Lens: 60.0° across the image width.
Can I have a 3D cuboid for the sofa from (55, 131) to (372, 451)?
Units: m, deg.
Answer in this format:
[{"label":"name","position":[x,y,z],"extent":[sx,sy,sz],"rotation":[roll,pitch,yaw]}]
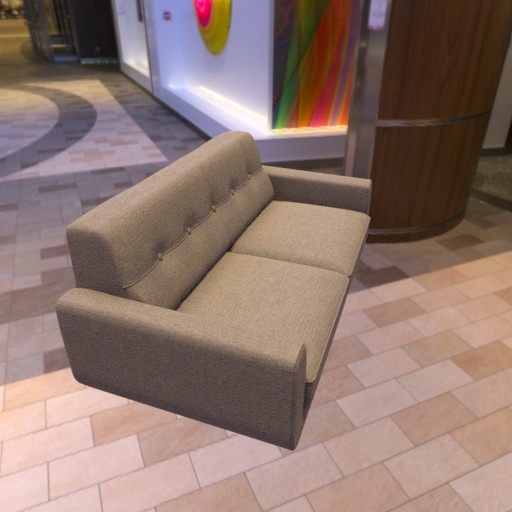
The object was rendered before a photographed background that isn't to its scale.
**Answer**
[{"label":"sofa","position":[0.000,0.000,2.129],"extent":[0.909,0.841,1.631],"rotation":[10,31,18]}]
